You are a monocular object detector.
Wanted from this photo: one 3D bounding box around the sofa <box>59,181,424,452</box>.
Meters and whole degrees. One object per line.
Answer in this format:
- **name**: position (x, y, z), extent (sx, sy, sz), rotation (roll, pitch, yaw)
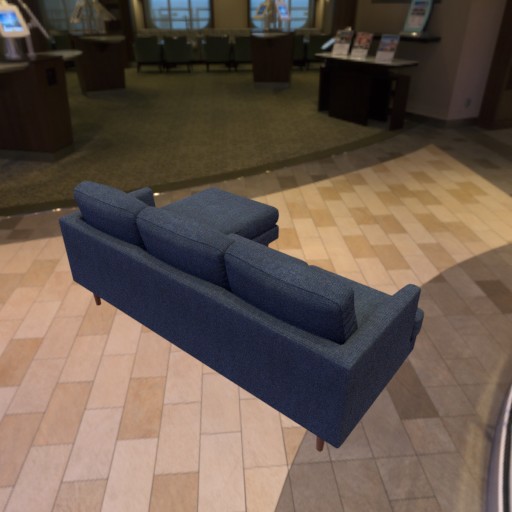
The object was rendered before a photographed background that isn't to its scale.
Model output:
- **sofa**: position (0.000, 0.000, 2.979), extent (2.233, 0.956, 1.504), rotation (22, 37, 33)
